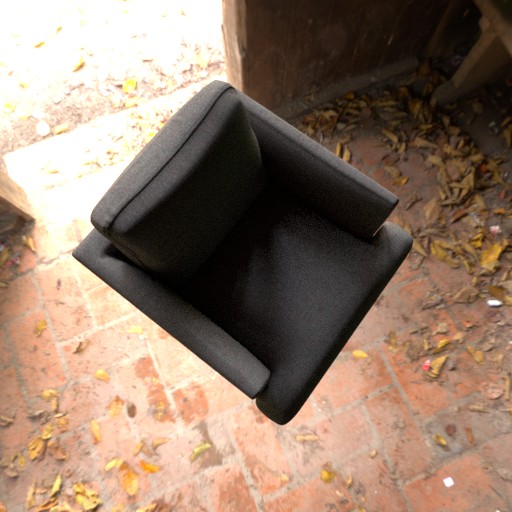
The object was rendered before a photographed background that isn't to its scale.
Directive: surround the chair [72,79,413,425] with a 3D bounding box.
[{"bbox_3d":[0.000,0.000,1.647,0.899,0.957,0.858,36,78,9],"label":"chair"}]
